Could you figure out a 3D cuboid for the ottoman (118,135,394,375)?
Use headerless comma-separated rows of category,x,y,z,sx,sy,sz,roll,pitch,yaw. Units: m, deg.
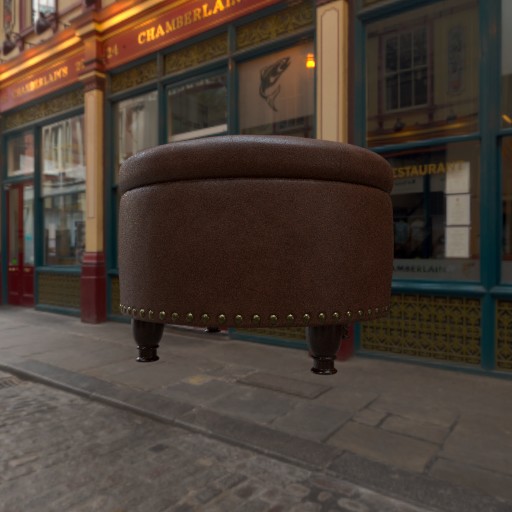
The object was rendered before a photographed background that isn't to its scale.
ottoman,0.000,0.000,1.074,0.637,0.442,0.637,0,0,0
